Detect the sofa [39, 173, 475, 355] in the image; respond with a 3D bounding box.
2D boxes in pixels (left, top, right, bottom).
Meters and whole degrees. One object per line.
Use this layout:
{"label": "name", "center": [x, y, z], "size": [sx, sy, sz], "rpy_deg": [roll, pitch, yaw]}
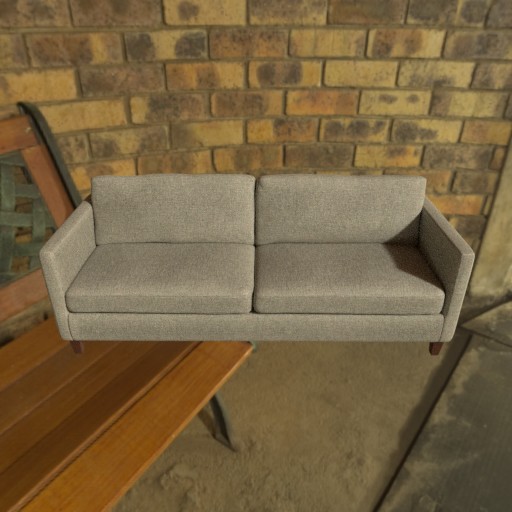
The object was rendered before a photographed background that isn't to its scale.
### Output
{"label": "sofa", "center": [0.000, 0.000, 2.941], "size": [2.434, 0.951, 0.948], "rpy_deg": [0, 29, 0]}
